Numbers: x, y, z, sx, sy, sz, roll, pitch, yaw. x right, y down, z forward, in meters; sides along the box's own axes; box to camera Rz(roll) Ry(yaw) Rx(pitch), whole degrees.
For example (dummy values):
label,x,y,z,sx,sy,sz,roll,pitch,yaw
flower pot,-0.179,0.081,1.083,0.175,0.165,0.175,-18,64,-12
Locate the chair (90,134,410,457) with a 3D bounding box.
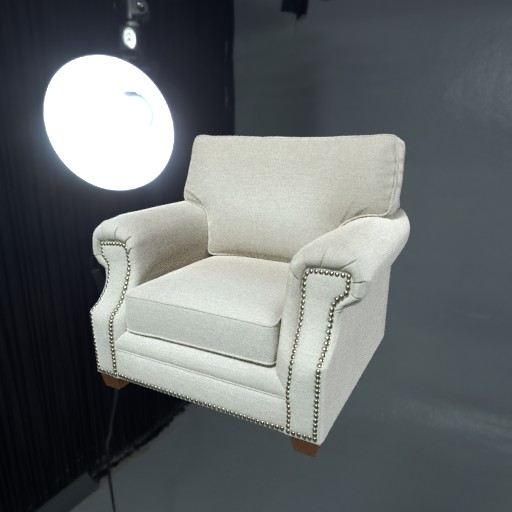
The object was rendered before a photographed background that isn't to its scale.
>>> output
label,x,y,z,sx,sy,sz,roll,pitch,yaw
chair,0.000,0.000,1.812,1.092,0.961,0.965,8,17,27
